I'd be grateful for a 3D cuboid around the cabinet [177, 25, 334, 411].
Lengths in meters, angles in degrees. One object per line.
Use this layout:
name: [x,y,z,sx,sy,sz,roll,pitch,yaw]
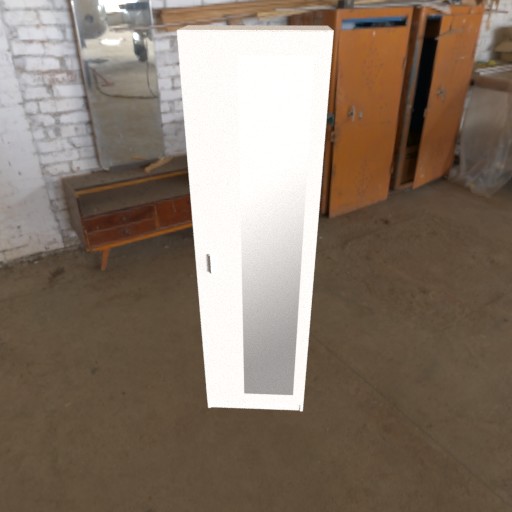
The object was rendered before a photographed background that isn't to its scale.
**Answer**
cabinet: [0.000,0.000,1.953,0.500,1.790,0.230,1,31,2]
